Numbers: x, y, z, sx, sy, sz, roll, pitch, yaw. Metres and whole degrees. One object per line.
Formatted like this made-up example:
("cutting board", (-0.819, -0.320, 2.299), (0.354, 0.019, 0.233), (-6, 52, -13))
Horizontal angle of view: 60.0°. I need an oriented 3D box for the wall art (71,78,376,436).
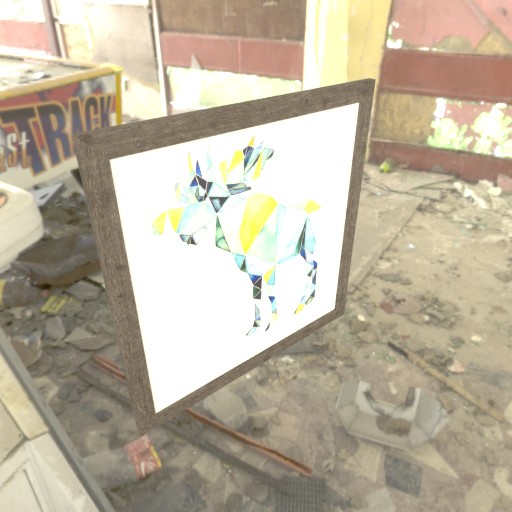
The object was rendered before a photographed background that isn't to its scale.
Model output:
("wall art", (0.000, 0.000, 0.674), (0.457, 0.457, 0.013), (-23, 39, -32))
